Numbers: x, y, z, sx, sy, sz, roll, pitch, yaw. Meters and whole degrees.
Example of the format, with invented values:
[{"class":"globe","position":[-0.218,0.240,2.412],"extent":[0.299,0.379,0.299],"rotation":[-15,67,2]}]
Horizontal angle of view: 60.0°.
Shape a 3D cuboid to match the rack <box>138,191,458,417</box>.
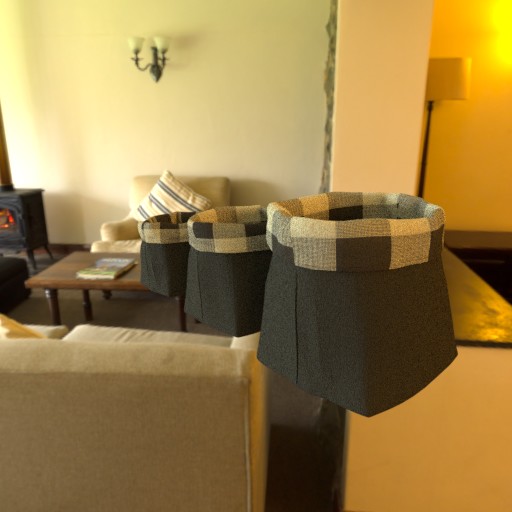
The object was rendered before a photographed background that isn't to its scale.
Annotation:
[{"class":"rack","position":[0.000,0.000,1.068],"extent":[0.370,0.329,0.889],"rotation":[-15,22,-41]}]
